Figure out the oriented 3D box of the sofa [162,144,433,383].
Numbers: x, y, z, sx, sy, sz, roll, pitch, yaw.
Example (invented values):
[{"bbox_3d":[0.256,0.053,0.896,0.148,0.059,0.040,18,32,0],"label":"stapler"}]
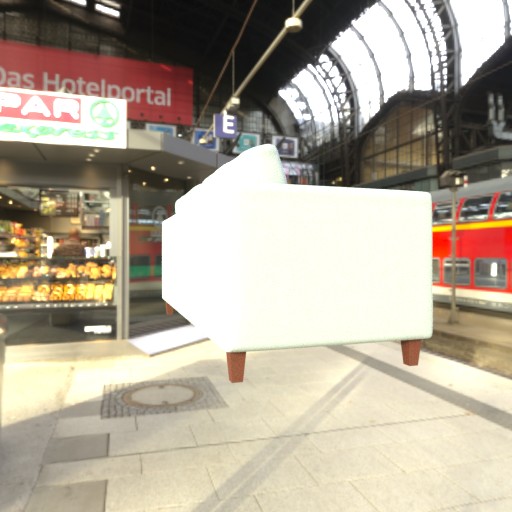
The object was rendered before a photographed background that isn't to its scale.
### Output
[{"bbox_3d":[0.000,0.000,2.802,0.951,0.965,2.208,0,0,-18],"label":"sofa"}]
